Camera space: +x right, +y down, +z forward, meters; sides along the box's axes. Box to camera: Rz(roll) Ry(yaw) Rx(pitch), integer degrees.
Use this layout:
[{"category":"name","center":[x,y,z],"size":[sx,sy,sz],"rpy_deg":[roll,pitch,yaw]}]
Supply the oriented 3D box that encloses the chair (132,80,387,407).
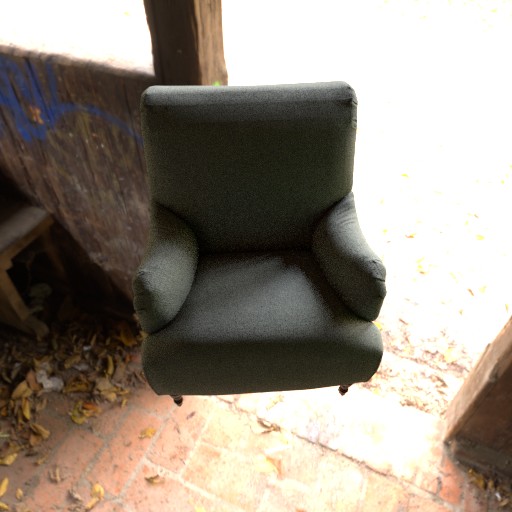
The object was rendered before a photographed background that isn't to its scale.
[{"category":"chair","center":[0.000,0.000,1.967],"size":[0.964,1.178,1.060],"rpy_deg":[-3,45,-3]}]
